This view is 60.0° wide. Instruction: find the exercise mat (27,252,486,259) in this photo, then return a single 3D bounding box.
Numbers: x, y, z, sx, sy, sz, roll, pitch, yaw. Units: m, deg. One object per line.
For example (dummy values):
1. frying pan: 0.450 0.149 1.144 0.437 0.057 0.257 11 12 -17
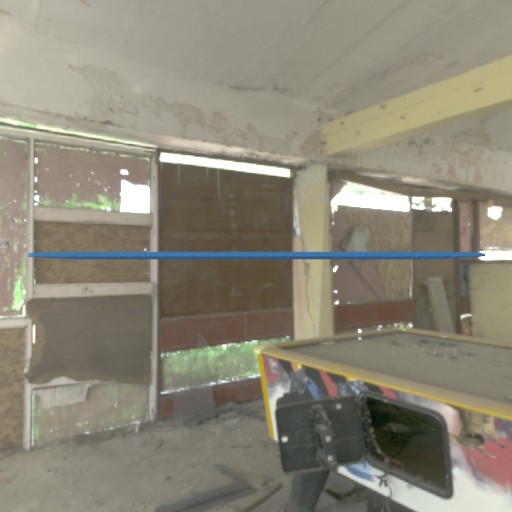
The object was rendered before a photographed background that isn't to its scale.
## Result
1. exercise mat: 0.000 0.000 2.058 1.869 0.021 0.616 0 -1 0
